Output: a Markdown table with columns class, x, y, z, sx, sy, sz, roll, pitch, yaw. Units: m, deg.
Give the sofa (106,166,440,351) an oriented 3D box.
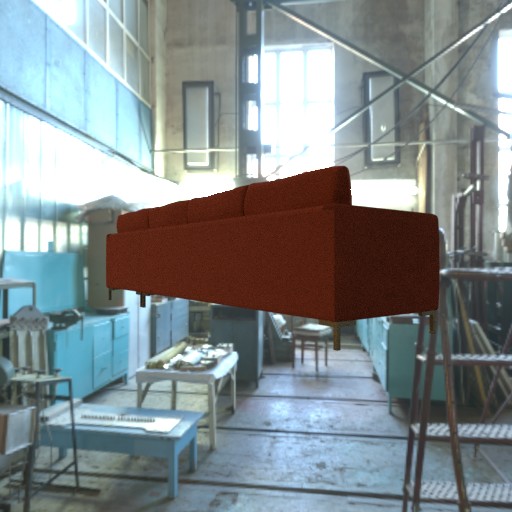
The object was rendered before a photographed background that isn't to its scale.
| class | x | y | z | sx | sy | sz | roll | pitch | yaw |
| --- | --- | --- | --- | --- | --- | --- | --- | --- | --- |
| sofa | 0.000 | 0.000 | 3.372 | 1.350 | 0.810 | 2.932 | 0 | -1 | -37 |
